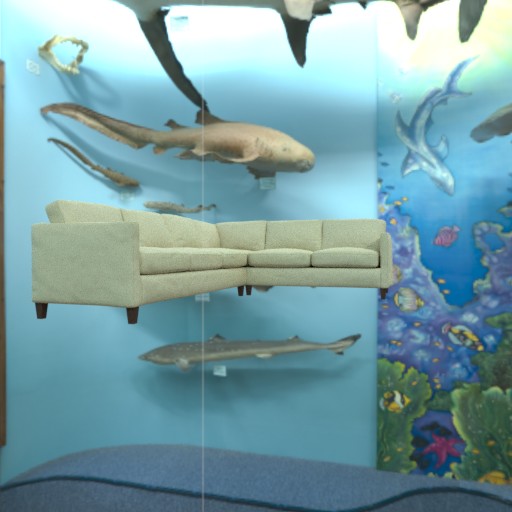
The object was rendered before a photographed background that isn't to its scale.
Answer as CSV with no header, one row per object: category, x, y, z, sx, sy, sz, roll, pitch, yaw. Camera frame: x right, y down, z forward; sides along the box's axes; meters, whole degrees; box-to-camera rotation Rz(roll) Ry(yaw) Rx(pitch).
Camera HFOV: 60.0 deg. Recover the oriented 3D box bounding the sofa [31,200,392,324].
sofa,0.000,0.000,4.488,2.593,0.947,3.302,0,0,18
